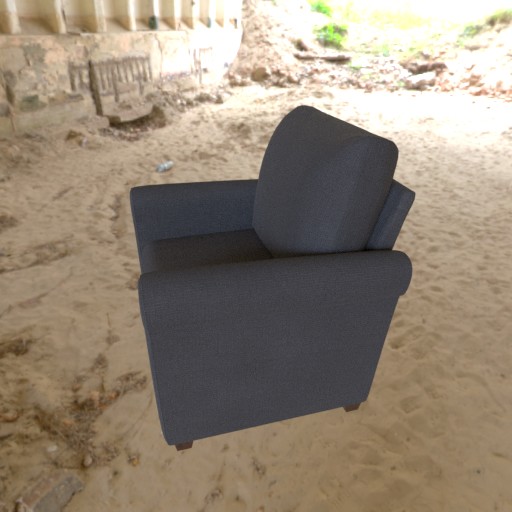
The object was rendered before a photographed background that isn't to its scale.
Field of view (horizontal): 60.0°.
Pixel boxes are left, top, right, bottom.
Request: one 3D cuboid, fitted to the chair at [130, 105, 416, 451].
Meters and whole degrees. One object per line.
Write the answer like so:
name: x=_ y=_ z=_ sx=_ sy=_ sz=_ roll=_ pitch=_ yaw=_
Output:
chair: x=0.000 y=0.000 z=1.596 sx=0.828 sy=0.942 sz=0.867 roll=-7 pitch=29 yaw=-14
